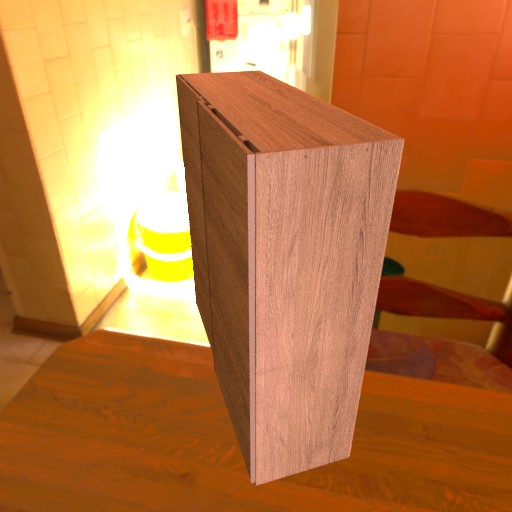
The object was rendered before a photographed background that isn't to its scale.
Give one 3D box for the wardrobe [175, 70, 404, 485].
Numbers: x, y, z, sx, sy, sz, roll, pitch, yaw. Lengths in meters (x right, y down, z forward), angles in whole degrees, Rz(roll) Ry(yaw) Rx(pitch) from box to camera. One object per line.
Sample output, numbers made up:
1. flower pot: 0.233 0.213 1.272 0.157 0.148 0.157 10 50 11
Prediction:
1. wardrobe: 0.000 0.000 2.845 0.629 1.960 1.780 -9 32 -15
